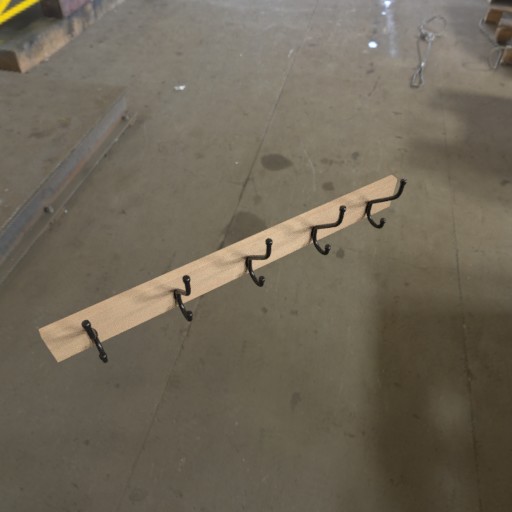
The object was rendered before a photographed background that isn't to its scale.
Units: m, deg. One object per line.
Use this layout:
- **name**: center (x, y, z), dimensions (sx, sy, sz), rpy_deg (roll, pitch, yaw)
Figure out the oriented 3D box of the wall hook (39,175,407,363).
- **wall hook**: center (0.000, 0.000, 0.615), dimensions (0.571, 0.117, 0.071), rpy_deg (-25, 52, -21)
